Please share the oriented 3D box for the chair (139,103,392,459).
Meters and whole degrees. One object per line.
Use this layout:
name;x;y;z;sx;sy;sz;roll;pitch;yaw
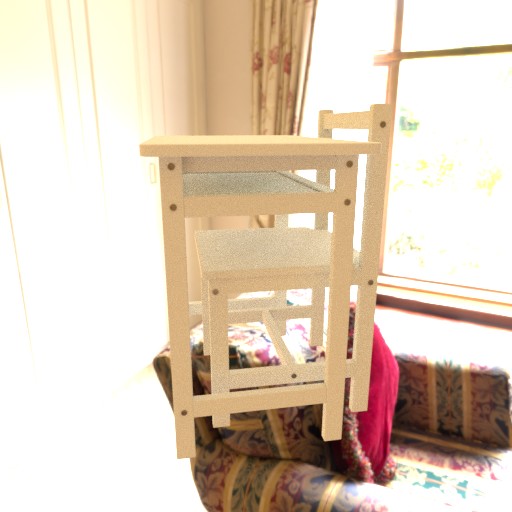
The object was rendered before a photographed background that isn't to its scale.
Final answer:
chair;0.000;0.000;1.052;0.461;0.673;0.599;-3;17;-10
